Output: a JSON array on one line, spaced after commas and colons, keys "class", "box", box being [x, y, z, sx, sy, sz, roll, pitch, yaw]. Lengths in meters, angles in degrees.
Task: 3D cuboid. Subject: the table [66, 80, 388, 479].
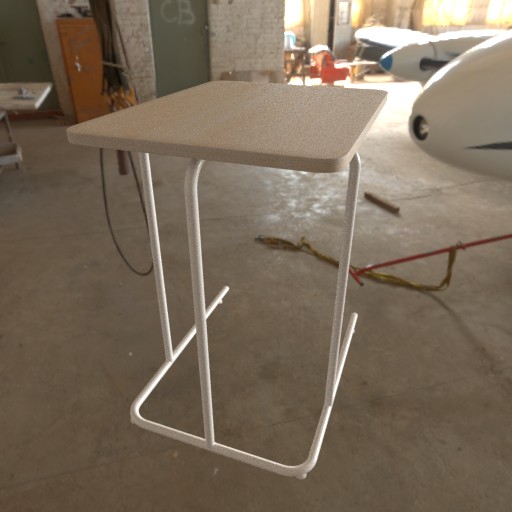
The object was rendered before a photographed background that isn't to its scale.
[{"class": "table", "box": [0.000, 0.000, 0.844, 0.370, 0.550, 0.480, 10, 31, 18]}]
